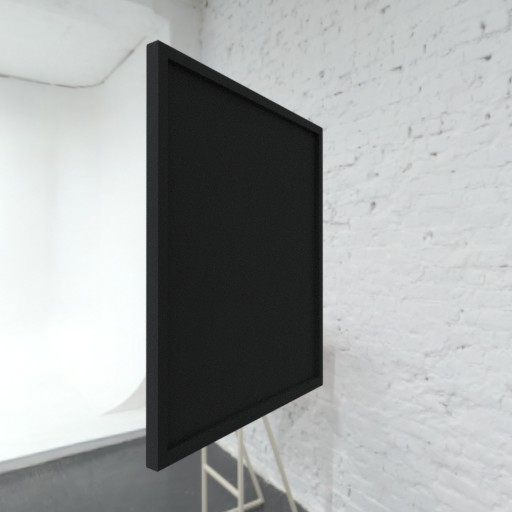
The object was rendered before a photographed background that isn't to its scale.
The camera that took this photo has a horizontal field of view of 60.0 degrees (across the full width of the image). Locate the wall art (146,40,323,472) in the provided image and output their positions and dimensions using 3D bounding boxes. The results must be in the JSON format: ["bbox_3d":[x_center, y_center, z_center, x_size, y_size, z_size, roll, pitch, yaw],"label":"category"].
[{"bbox_3d":[0.000,0.000,0.703,0.021,0.508,0.432,0,0,35],"label":"wall art"}]
